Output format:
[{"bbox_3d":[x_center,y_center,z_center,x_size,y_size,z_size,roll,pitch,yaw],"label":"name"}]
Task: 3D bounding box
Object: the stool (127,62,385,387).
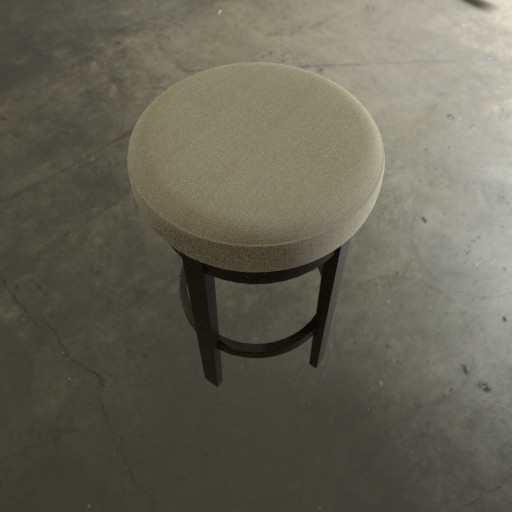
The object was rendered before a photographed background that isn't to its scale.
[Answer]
[{"bbox_3d":[0.000,0.000,1.026,0.446,0.758,0.446,0,58,0],"label":"stool"}]
